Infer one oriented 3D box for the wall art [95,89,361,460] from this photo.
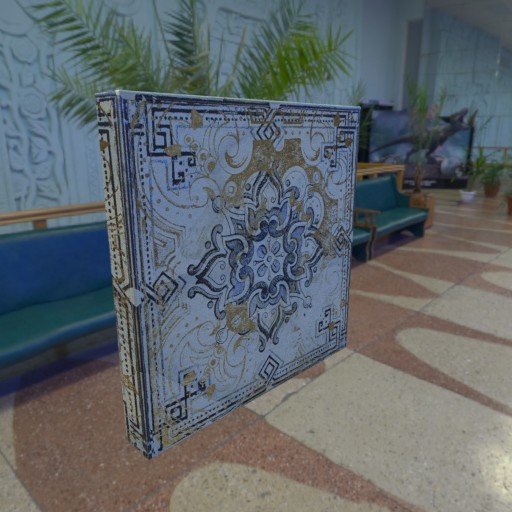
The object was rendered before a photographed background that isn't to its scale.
[{"bbox_3d":[0.000,0.000,0.462,0.302,0.306,0.038,-15,21,-43],"label":"wall art"}]
